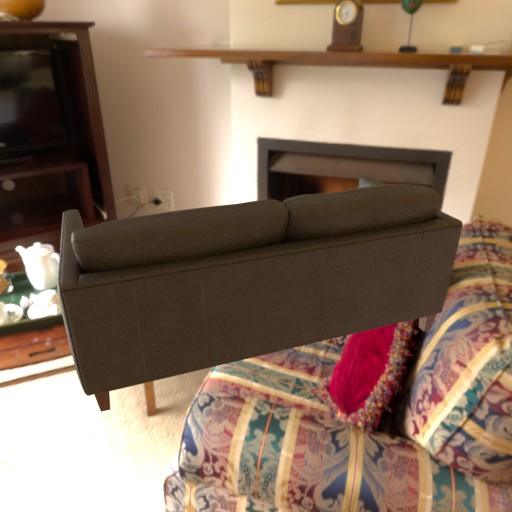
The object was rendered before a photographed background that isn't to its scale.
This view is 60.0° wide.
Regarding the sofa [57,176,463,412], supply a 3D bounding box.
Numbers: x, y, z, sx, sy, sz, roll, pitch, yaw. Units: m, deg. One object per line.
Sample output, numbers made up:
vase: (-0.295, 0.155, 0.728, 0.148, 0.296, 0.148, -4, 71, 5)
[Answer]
sofa: (0.000, 0.000, 2.480, 1.971, 0.863, 0.933, -9, 28, -18)
